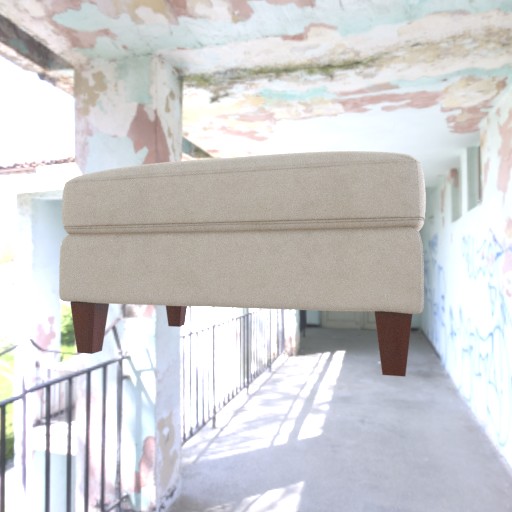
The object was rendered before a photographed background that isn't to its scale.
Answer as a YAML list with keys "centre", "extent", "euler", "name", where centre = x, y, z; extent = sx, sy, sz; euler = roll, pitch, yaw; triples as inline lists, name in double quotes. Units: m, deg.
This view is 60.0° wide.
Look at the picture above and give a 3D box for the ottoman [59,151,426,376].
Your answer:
- centre: [0.000, 0.000, 1.230]
  extent: [0.864, 0.483, 0.584]
  euler: [0, -1, 17]
  name: "ottoman"
